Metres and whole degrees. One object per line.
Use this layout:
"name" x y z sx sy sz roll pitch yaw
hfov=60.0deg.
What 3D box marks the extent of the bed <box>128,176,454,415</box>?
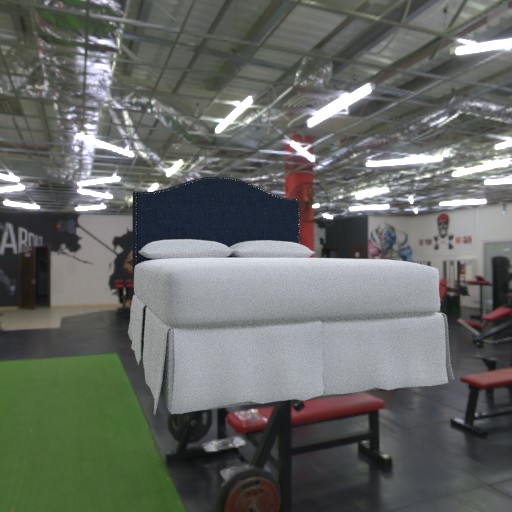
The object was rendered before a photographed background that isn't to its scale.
"bed" 0.000 0.000 3.272 1.725 1.518 2.153 0 0 -20
